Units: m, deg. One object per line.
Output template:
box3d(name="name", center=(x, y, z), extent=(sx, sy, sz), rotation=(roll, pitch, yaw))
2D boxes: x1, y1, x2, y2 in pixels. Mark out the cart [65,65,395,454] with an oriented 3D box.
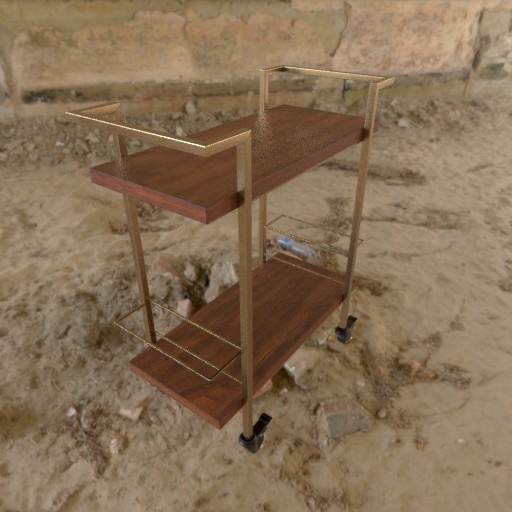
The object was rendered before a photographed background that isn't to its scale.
box3d(name="cart", center=(0.000, 0.000, 1.139), extent=(0.364, 0.807, 0.695), rotation=(21, 37, 31))
